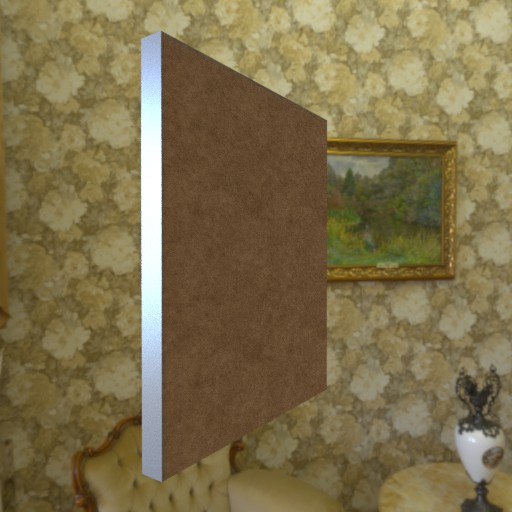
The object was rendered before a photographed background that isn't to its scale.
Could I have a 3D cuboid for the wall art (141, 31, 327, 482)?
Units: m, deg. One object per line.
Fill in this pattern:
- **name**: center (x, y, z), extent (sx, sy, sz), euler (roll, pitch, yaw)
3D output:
- **wall art**: center (0.000, 0.000, 0.739), extent (0.037, 0.554, 0.453), euler (0, 1, 35)
